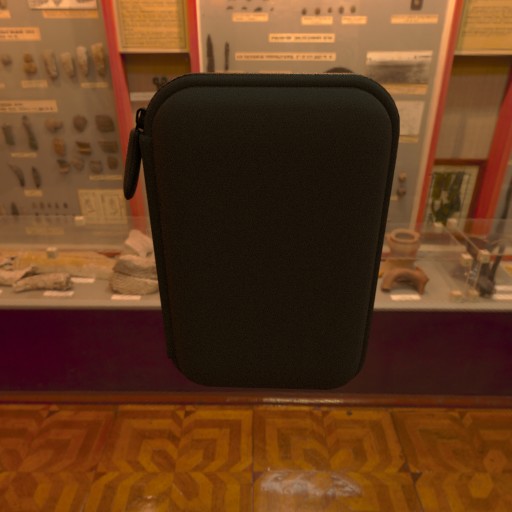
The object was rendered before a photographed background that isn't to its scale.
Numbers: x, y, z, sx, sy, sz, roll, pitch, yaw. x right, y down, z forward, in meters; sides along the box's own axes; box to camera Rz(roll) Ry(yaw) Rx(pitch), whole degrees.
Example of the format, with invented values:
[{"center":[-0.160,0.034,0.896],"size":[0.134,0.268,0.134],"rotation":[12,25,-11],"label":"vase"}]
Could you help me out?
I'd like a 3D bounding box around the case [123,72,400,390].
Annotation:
[{"center":[0.000,0.000,0.192],"size":[0.107,0.147,0.030],"rotation":[1,28,2],"label":"case"}]
